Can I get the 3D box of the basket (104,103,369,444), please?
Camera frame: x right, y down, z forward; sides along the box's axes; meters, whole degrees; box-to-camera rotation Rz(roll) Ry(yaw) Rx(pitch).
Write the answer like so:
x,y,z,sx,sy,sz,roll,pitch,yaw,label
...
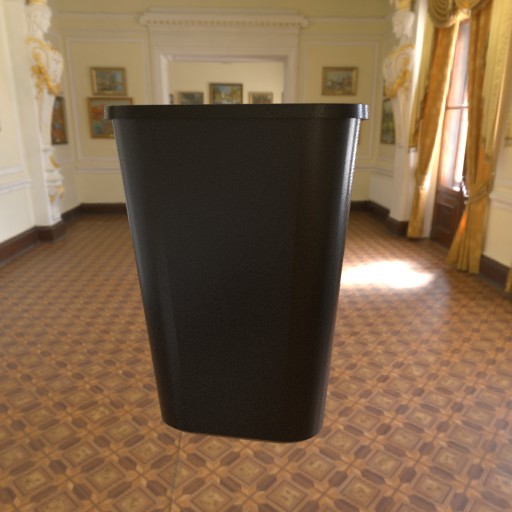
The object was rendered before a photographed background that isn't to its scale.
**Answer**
x,y,z,sx,sy,sz,roll,pitch,yaw,label
0.000,0.000,0.497,0.211,0.307,0.300,3,16,9,basket
